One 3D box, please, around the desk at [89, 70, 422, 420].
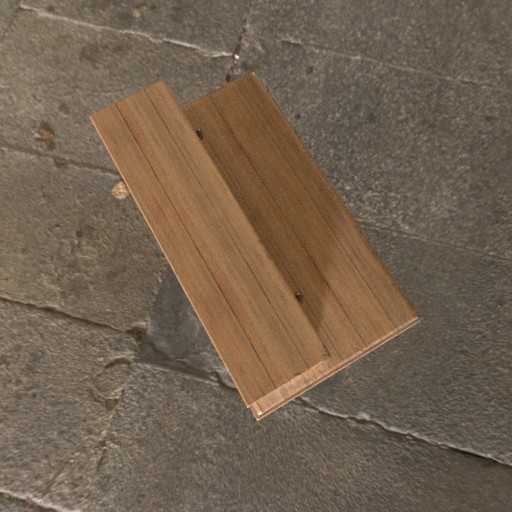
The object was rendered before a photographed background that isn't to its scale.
[{"bbox_3d":[0.000,0.000,1.419,0.462,0.981,0.814,-29,77,-7],"label":"desk"}]
